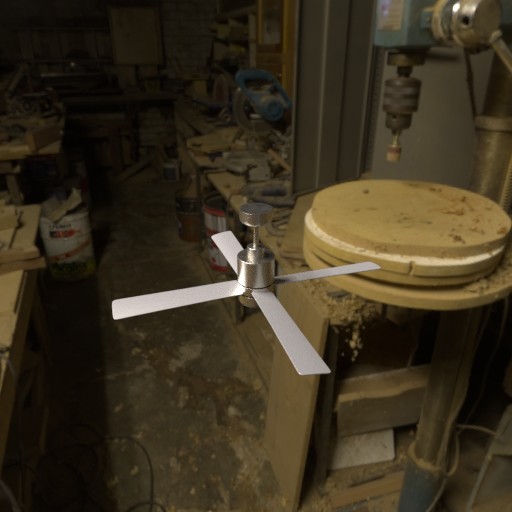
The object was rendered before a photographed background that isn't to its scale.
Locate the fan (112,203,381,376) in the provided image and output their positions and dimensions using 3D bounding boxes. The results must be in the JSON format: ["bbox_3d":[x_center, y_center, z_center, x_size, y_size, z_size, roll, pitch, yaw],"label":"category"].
[{"bbox_3d":[0.000,0.000,2.369,1.525,0.539,1.525,-8,28,-16],"label":"fan"}]
